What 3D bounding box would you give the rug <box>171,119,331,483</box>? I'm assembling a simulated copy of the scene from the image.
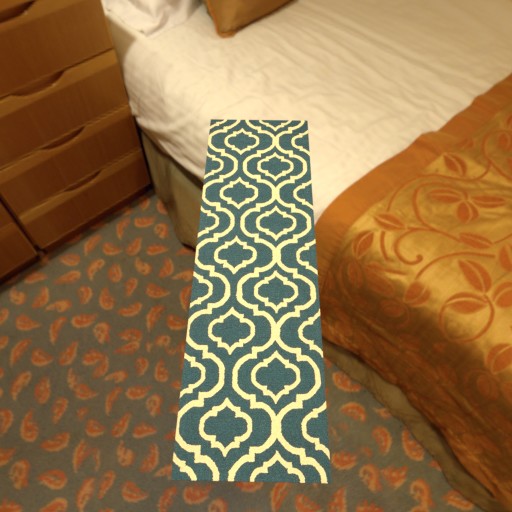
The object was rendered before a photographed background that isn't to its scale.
[{"bbox_3d":[0.000,0.000,2.516,0.685,0.006,2.296,1,57,1],"label":"rug"}]
